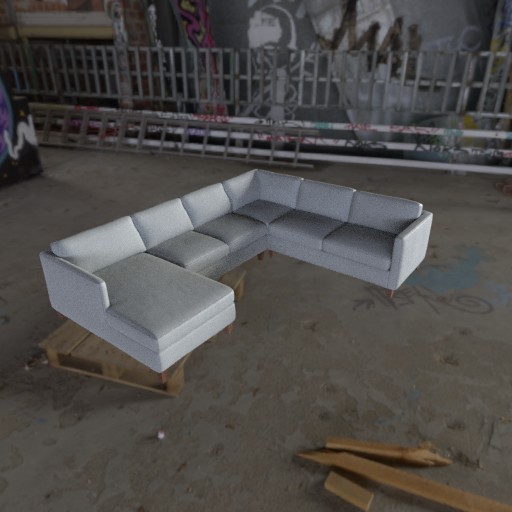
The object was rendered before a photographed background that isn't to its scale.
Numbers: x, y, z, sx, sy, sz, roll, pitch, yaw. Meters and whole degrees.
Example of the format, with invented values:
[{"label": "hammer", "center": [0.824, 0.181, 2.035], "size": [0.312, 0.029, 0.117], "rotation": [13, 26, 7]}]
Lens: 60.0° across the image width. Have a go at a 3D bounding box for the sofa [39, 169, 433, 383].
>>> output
[{"label": "sofa", "center": [0.000, 0.000, 4.573], "size": [2.551, 0.853, 3.238], "rotation": [19, 32, 33]}]
